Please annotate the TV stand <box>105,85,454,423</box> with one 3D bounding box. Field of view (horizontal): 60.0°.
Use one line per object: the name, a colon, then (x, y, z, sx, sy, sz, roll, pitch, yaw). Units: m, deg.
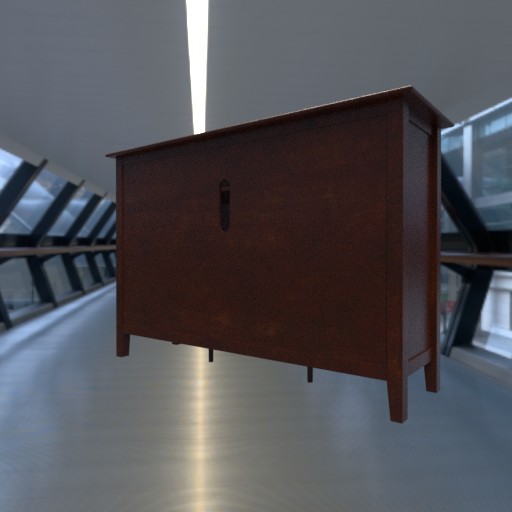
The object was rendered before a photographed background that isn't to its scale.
TV stand: (0.000, 0.000, 1.761, 1.372, 0.915, 0.445, 0, 1, 37)
